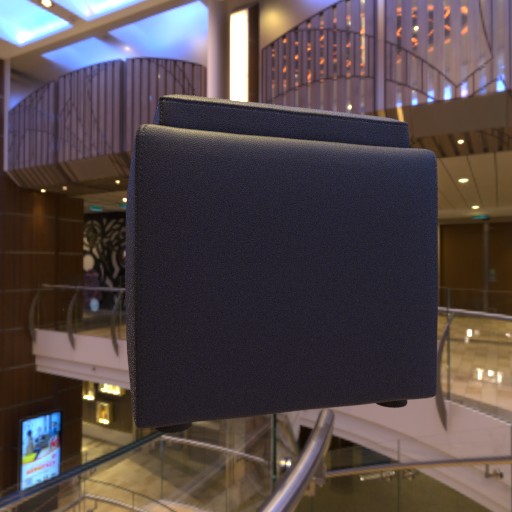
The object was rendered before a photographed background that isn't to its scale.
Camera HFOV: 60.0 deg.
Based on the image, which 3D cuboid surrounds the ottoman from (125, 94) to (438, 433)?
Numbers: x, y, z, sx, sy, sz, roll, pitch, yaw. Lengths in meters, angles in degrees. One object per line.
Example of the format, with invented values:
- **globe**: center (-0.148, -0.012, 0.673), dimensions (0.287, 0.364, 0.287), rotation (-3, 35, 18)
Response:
- **ottoman**: center (0.000, 0.000, 0.803), dimensions (0.450, 0.460, 0.451), rotation (0, -1, -17)
